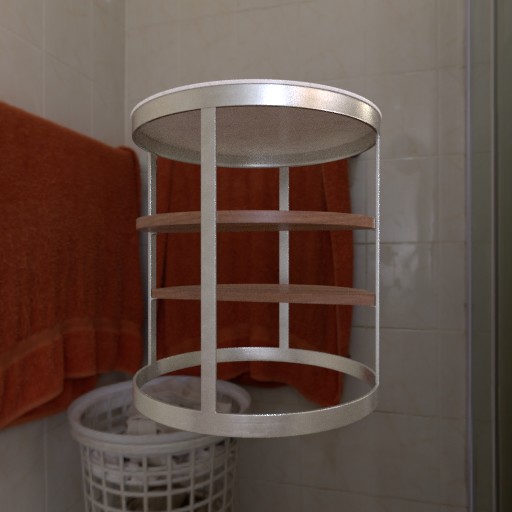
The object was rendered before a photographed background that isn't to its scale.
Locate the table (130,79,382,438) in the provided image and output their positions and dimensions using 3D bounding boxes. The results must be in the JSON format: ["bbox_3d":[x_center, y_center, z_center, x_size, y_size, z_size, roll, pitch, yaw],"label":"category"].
[{"bbox_3d":[0.000,0.000,0.747,0.407,0.447,0.407,0,0,0],"label":"table"}]
